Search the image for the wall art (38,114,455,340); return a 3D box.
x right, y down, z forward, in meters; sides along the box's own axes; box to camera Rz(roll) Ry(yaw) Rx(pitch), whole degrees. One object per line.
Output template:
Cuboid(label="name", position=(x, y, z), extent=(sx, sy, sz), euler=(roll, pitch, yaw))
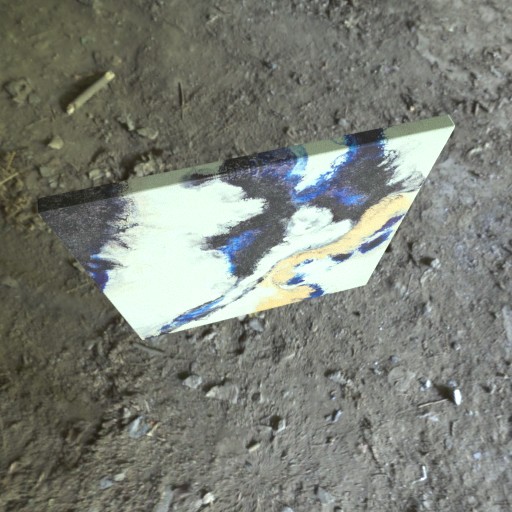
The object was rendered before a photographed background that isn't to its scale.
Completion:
Cuboid(label="wall art", position=(0.000, 0.000, 1.314), extent=(0.887, 0.885, 0.038), euler=(-13, 64, -6))
